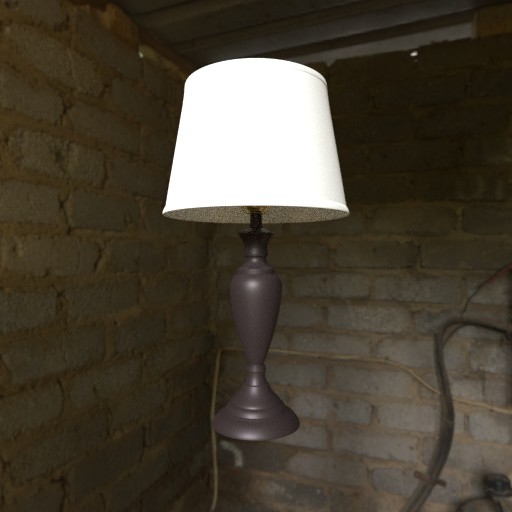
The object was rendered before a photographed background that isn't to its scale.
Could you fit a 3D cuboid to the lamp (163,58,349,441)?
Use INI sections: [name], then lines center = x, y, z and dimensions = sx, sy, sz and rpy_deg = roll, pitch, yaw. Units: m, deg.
[lamp]
center = 0.000, 0.000, 0.812
dimensions = 0.335, 0.611, 0.335
rpy_deg = 0, 0, 0
